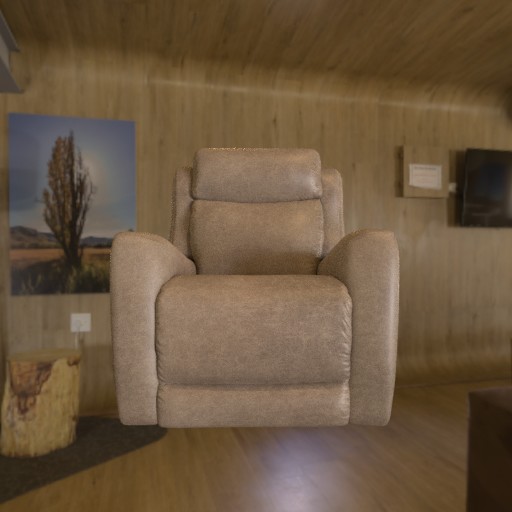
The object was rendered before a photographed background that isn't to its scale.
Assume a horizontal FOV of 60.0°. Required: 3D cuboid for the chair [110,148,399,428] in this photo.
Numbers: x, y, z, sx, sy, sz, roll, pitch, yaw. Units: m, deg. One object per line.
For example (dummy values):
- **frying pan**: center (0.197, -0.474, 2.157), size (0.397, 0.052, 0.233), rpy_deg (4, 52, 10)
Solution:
- **chair**: center (0.000, 0.000, 1.928), size (0.965, 1.116, 1.068), rpy_deg (0, 1, 1)
